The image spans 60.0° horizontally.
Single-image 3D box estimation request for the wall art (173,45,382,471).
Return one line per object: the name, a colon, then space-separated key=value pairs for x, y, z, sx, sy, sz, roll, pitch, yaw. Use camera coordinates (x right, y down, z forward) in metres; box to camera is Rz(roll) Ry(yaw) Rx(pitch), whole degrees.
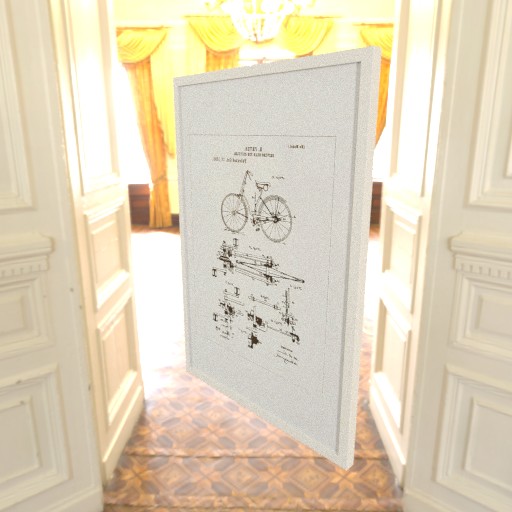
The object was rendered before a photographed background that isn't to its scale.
wall art: x=0.000 y=0.000 z=0.598 sx=0.015 sy=0.477 sz=0.332 roll=-14 pitch=21 yaw=-42
